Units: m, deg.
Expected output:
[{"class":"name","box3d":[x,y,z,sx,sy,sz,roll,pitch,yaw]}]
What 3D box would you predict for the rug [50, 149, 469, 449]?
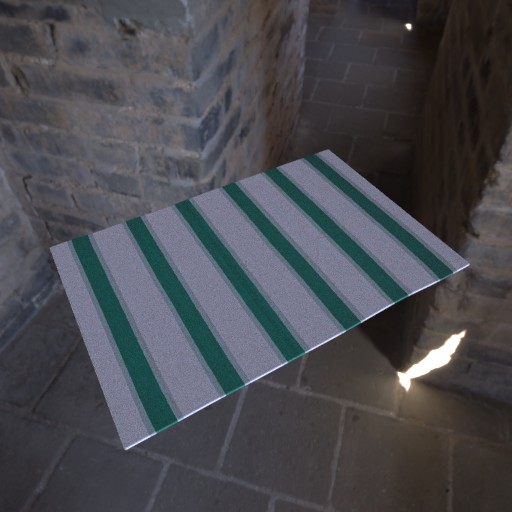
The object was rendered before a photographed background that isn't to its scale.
[{"class":"rug","box3d":[0.000,0.000,2.311,1.829,0.012,1.210,-23,51,-20]}]
